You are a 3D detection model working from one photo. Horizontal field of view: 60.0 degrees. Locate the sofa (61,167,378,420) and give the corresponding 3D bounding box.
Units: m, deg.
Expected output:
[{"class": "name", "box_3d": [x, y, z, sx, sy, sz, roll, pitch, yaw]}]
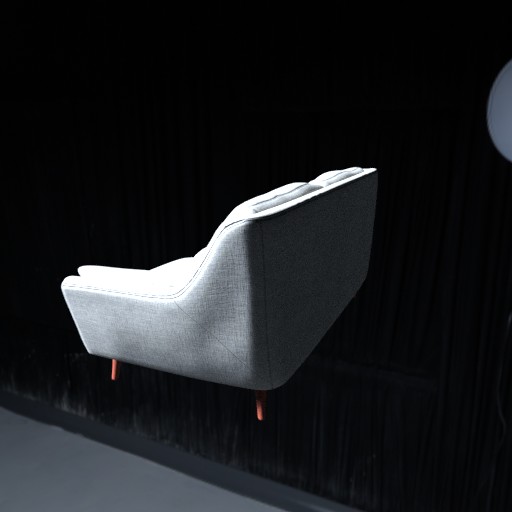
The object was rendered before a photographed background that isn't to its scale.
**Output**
[{"class": "sofa", "box_3d": [0.000, 0.000, 2.478, 0.976, 0.897, 1.930, 8, 18, 25]}]
